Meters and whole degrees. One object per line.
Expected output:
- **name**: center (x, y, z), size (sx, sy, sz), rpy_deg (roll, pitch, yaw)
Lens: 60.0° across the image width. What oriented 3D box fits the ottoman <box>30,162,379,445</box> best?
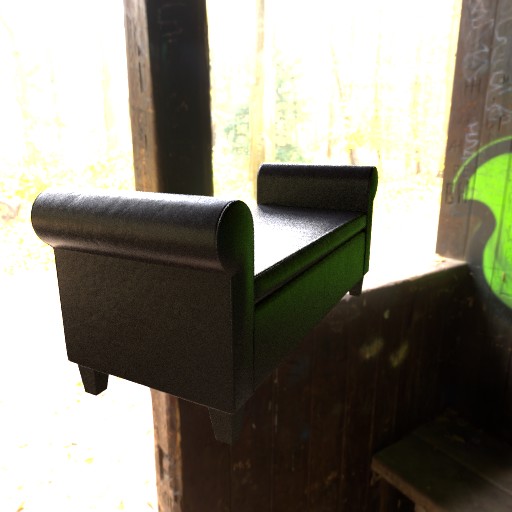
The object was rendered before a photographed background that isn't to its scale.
- **ottoman**: center (0.000, 0.000, 1.483), size (0.521, 0.547, 1.256), rpy_deg (8, 17, 27)
